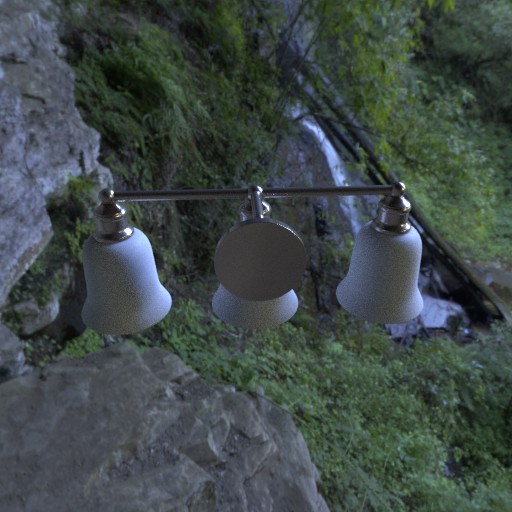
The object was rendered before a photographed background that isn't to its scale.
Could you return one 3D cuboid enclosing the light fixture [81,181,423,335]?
[{"bbox_3d":[0.000,0.000,0.672,0.570,0.211,0.198,-2,31,-3],"label":"light fixture"}]
